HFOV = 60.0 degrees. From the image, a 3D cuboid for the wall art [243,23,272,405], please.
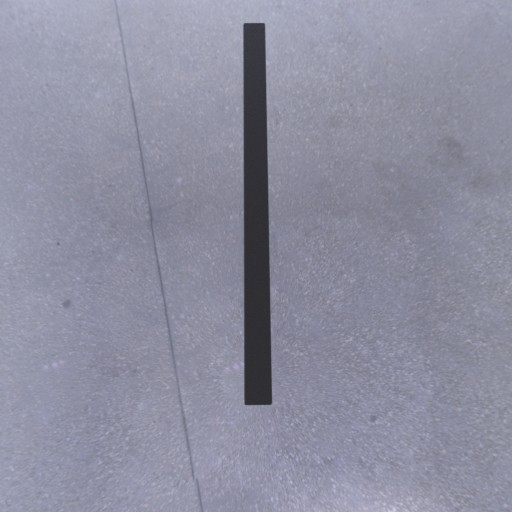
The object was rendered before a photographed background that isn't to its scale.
[{"bbox_3d":[0.000,0.000,0.758,0.028,0.551,0.451,-1,75,0],"label":"wall art"}]
